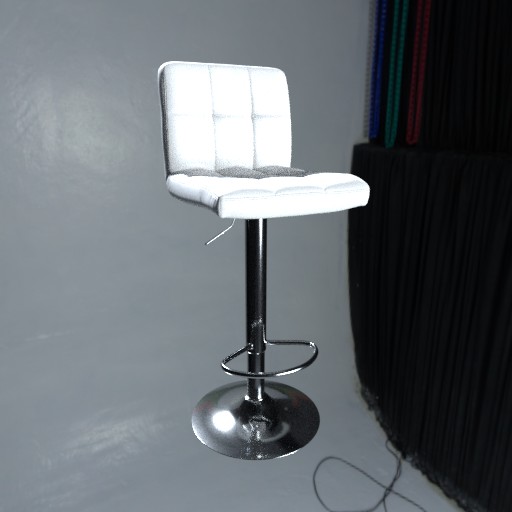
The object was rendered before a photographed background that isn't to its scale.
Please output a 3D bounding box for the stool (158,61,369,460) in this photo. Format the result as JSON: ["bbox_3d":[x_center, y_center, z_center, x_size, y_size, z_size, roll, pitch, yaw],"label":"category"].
[{"bbox_3d":[0.000,0.000,1.327,0.430,1.115,0.505,-7,18,-24],"label":"stool"}]
